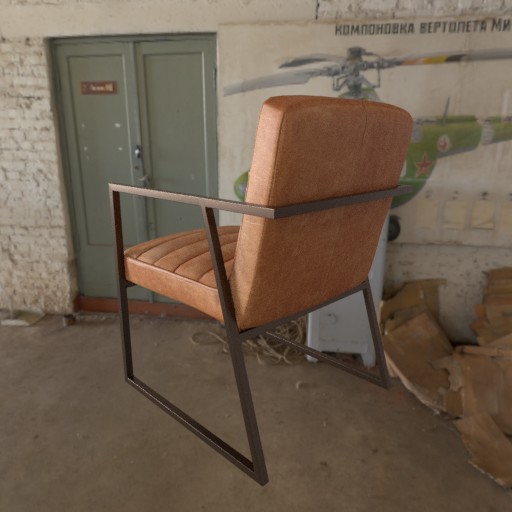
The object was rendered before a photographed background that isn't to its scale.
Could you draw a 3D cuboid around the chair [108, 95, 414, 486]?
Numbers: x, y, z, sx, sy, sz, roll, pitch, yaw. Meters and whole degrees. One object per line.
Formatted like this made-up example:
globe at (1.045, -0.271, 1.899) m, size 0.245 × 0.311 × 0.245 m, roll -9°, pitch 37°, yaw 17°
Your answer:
chair at (0.000, 0.000, 1.278) m, size 0.571 × 0.832 × 0.677 m, roll -15°, pitch 21°, yaw -42°
